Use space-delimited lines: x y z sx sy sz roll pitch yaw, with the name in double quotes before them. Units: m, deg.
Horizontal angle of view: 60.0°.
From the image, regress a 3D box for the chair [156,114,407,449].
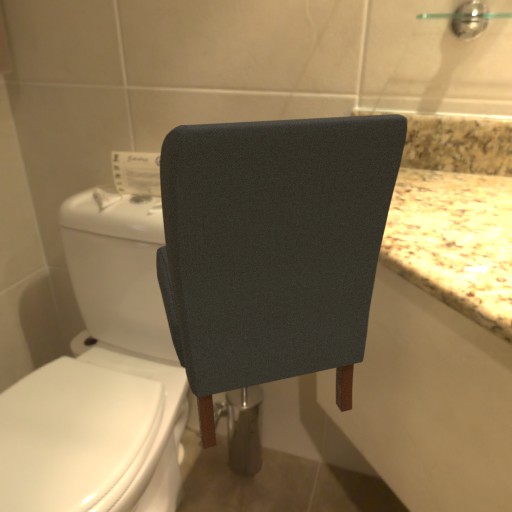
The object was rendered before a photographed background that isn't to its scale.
"chair" 0.000 0.000 1.207 0.513 0.804 0.592 -8 27 -16
